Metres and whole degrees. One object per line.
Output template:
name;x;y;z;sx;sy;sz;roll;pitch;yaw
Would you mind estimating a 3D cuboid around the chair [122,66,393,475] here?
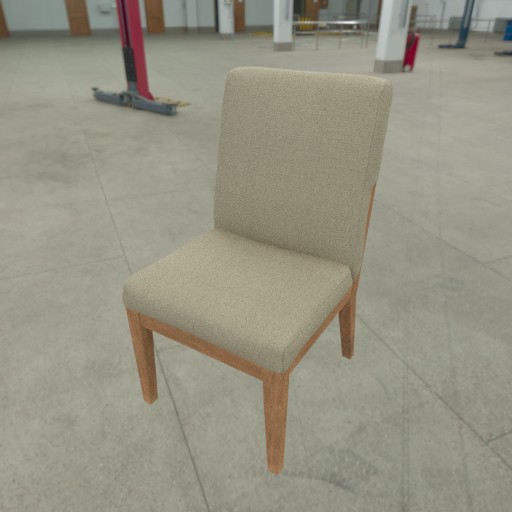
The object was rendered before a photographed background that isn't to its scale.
chair;0.000;0.000;1.243;0.507;0.911;0.586;17;34;27
